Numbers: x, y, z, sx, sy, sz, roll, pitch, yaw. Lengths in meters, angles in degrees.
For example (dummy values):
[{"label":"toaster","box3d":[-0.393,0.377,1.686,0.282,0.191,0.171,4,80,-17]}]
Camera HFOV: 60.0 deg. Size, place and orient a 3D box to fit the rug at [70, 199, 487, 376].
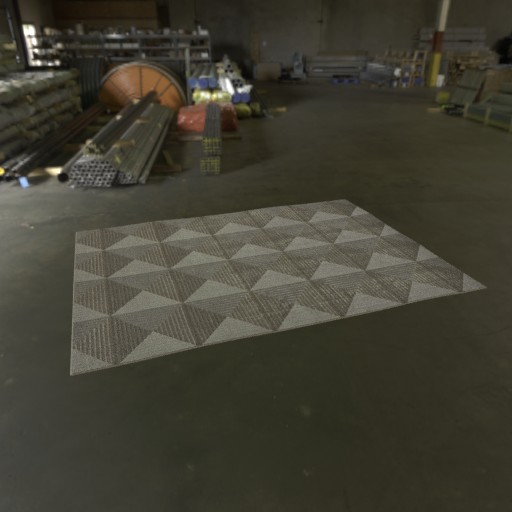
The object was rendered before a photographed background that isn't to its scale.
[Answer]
[{"label":"rug","box3d":[0.000,0.000,4.319,3.333,0.027,2.428,-9,28,-17]}]
